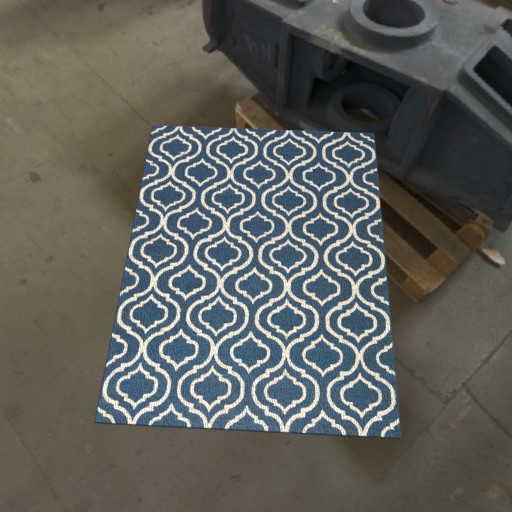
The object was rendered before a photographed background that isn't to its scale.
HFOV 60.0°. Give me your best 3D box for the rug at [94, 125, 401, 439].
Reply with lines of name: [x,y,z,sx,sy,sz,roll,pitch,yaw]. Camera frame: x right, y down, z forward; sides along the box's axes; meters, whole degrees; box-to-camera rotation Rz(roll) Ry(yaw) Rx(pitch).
rug: [0.000,0.000,3.902,2.270,0.020,2.881,2,64,1]
